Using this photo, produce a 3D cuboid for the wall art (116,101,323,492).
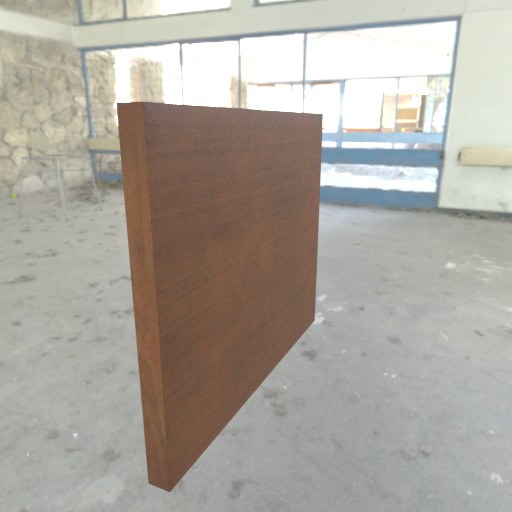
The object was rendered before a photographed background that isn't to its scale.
[{"bbox_3d":[0.000,0.000,0.731,0.033,0.457,0.558,8,18,25],"label":"wall art"}]
